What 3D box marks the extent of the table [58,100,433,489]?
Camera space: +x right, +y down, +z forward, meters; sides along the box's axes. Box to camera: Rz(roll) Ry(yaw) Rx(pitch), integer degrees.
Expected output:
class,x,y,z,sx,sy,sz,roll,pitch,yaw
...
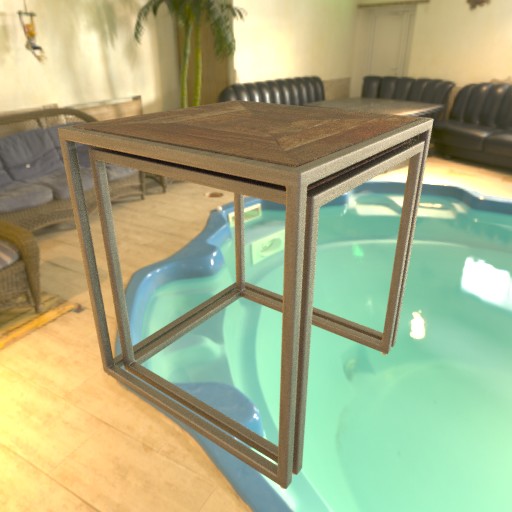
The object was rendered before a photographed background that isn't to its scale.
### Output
class,x,y,z,sx,sy,sz,roll,pitch,yaw
table,0.000,0.000,0.849,0.449,0.500,0.450,18,31,32
